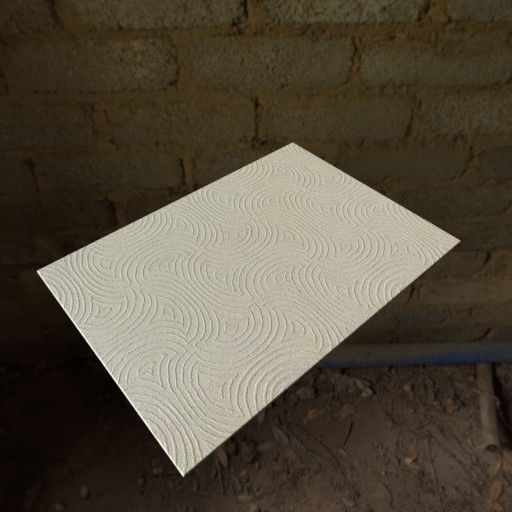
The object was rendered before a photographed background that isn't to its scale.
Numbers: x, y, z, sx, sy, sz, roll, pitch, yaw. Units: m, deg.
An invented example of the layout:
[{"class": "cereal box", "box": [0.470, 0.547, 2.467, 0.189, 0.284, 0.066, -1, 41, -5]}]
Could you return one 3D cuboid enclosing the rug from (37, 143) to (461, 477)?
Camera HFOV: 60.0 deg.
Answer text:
[{"class": "rug", "box": [0.000, 0.000, 2.728, 2.132, 0.015, 1.526, -32, 54, -27]}]
